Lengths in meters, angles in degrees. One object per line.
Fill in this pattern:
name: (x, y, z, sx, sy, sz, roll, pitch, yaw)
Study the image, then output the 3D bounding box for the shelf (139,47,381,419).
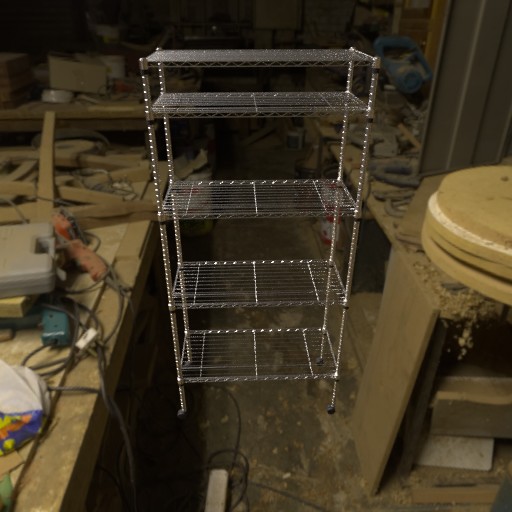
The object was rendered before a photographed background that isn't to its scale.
shelf: (0.000, 0.000, 1.893, 0.762, 1.587, 0.356, -1, 30, -2)
